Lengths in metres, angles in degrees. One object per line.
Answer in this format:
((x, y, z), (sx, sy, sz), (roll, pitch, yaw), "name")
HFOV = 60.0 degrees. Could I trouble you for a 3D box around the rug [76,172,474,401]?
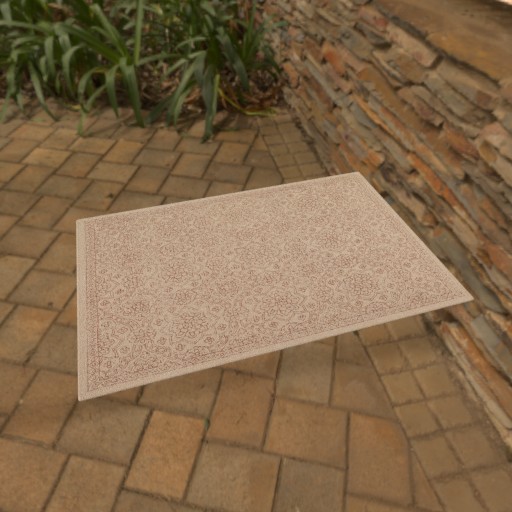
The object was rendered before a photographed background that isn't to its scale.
((0.000, 0.000, 2.365), (1.829, 0.010, 1.219), (-12, 43, -13), "rug")
